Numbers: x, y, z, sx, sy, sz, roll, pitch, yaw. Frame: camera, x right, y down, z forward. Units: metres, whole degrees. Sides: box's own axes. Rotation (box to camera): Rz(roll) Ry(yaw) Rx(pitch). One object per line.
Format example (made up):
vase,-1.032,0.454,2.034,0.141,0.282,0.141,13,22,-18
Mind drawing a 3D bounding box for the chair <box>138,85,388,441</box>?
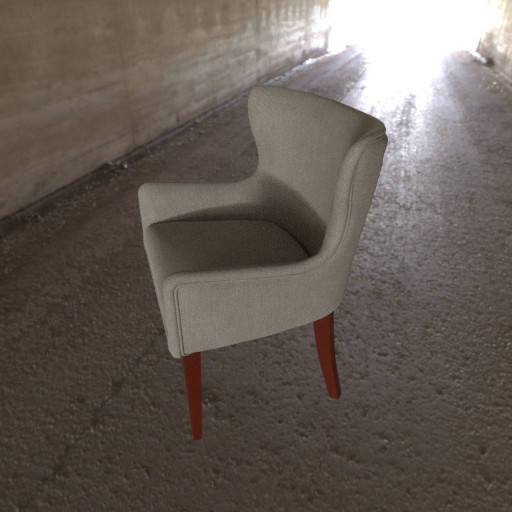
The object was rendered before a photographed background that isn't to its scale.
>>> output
chair,0.000,0.000,1.463,0.677,0.948,0.732,-10,32,-16
